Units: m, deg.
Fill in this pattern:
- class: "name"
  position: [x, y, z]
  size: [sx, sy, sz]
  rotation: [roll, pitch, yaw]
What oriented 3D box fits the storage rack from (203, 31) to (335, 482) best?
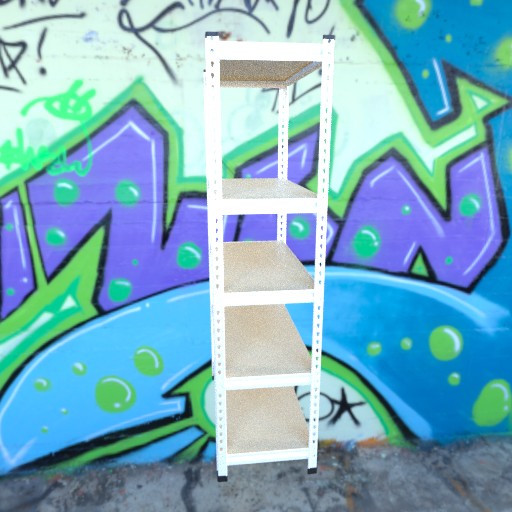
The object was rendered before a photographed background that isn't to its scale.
- class: "storage rack"
  position: [0.000, 0.000, 2.200]
  size: [0.457, 1.829, 0.914]
  rotation: [-2, 15, -7]
